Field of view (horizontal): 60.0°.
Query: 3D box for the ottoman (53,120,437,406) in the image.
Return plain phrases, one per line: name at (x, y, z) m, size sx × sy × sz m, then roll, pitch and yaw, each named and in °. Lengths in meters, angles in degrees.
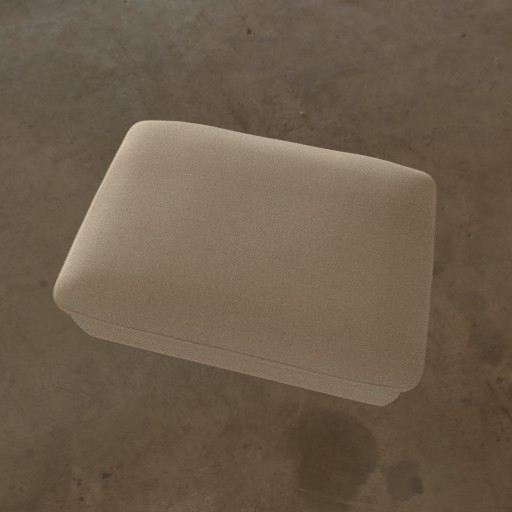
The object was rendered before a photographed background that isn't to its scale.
ottoman at (0.000, 0.000, 1.377) m, size 0.984 × 0.453 × 0.686 m, roll 12°, pitch 64°, yaw 6°
